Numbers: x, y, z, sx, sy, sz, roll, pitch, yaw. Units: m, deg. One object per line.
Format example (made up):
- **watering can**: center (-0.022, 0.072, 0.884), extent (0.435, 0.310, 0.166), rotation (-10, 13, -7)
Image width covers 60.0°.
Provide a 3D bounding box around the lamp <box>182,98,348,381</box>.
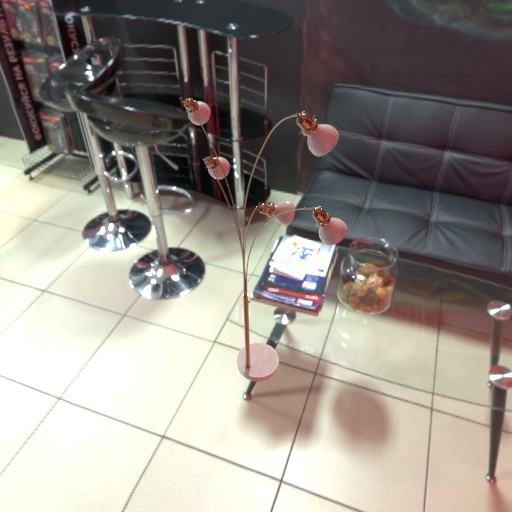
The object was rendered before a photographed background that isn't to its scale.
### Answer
- **lamp**: center (0.000, 0.000, 3.051), extent (0.361, 2.423, 1.405), rotation (-26, 47, -27)
